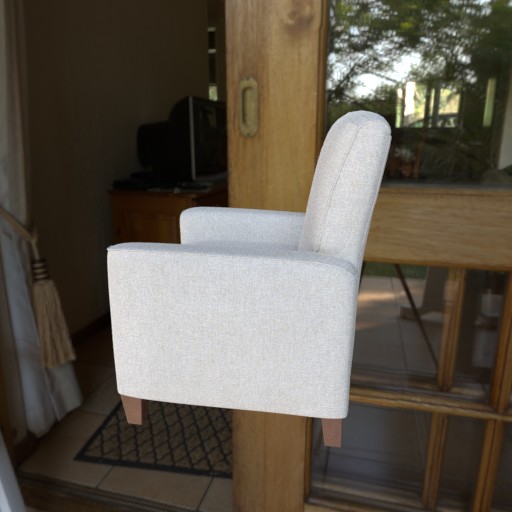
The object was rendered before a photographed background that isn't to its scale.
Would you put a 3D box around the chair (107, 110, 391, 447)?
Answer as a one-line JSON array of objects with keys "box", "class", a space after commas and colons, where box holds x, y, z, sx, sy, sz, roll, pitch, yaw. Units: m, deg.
[{"box": [0.000, 0.000, 1.679, 0.859, 1.023, 0.845, 3, 15, 9], "class": "chair"}]
